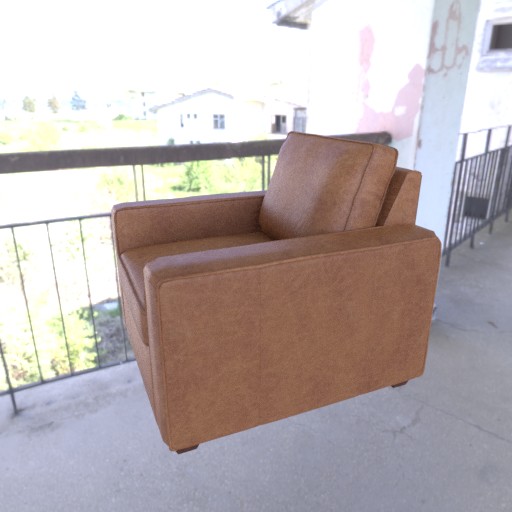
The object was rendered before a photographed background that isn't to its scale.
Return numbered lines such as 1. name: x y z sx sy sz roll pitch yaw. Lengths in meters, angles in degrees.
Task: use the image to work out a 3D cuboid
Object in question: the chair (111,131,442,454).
1. chair: 0.000 0.000 1.749 1.027 0.901 0.987 -10 22 -25
